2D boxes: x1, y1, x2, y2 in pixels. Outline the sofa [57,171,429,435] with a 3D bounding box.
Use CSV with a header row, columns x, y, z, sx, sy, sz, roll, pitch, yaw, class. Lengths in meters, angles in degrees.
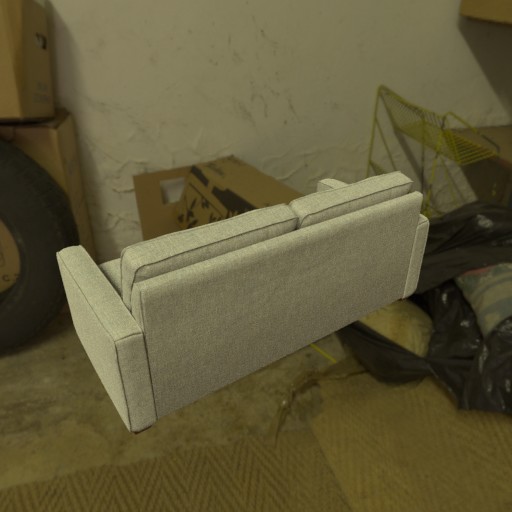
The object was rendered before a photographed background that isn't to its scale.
x,y,z,sx,sy,sz,roll,pitch,yaw,class
0.000,0.000,2.681,2.078,0.918,0.945,-19,35,-30,sofa
